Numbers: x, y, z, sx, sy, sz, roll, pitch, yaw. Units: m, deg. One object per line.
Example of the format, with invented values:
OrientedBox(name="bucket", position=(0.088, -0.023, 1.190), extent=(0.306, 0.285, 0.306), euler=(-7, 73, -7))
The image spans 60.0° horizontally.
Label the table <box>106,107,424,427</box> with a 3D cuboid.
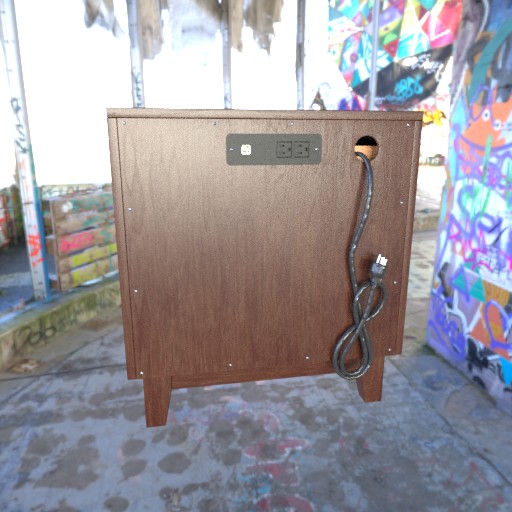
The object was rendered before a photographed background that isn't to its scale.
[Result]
OrientedBox(name="table", position=(0.000, 0.000, 1.004), extent=(0.557, 0.609, 0.449), euler=(-3, 15, -10))
